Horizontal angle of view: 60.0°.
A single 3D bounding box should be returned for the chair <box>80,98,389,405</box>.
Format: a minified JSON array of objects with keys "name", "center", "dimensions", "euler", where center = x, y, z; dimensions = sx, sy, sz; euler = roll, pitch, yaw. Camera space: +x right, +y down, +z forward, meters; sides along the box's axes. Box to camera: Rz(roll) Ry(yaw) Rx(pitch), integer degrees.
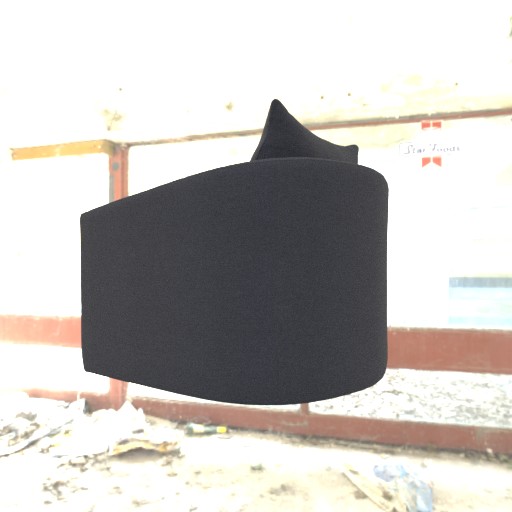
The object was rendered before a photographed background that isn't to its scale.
[{"name":"chair","center":[0.000,0.000,1.582],"dimensions":[0.910,0.848,0.845],"euler":[-1,-2,36]}]
